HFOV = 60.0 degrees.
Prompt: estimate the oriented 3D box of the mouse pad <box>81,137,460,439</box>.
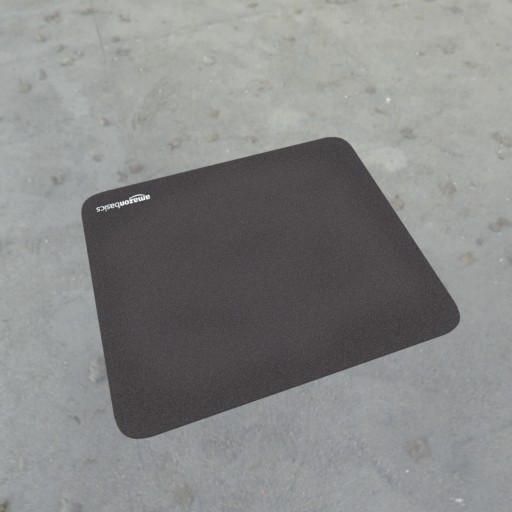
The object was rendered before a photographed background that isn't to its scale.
[{"bbox_3d":[0.000,0.000,0.347,0.249,0.002,0.211,-16,58,-10],"label":"mouse pad"}]
